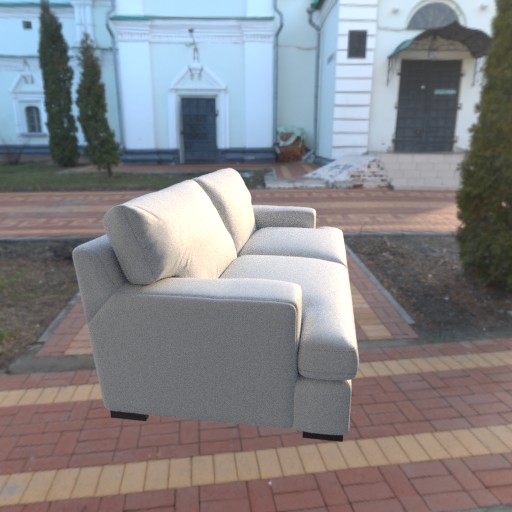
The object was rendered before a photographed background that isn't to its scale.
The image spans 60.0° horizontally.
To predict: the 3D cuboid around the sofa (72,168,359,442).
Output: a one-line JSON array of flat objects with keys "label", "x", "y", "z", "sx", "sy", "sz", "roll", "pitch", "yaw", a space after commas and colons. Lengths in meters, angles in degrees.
[{"label": "sofa", "x": 0.000, "y": 0.000, "z": 2.758, "sx": 1.143, "sy": 0.940, "sz": 2.261, "roll": 2, "pitch": 16, "yaw": 9}]
